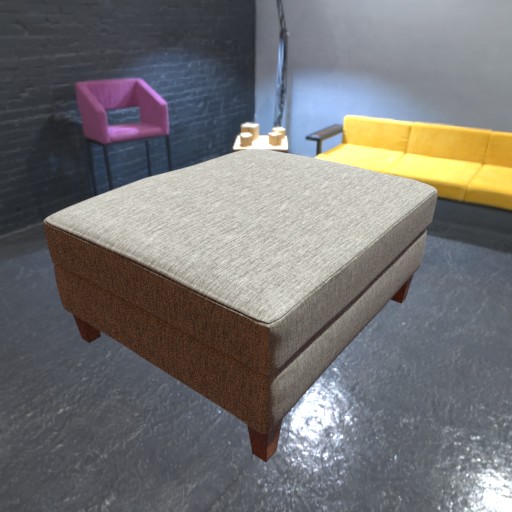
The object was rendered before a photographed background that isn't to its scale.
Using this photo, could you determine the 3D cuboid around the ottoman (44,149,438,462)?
[{"bbox_3d":[0.000,0.000,1.470,0.839,0.492,0.994,20,34,33],"label":"ottoman"}]
